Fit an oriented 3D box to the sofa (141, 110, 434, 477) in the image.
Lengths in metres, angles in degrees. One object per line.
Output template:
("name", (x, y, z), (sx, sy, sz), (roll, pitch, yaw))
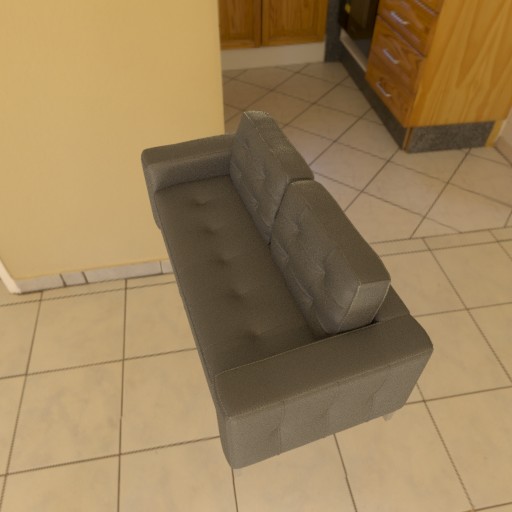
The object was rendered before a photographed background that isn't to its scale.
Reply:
("sofa", (0.000, 0.000, 2.223), (0.833, 0.892, 1.726), (-14, 48, -13))
